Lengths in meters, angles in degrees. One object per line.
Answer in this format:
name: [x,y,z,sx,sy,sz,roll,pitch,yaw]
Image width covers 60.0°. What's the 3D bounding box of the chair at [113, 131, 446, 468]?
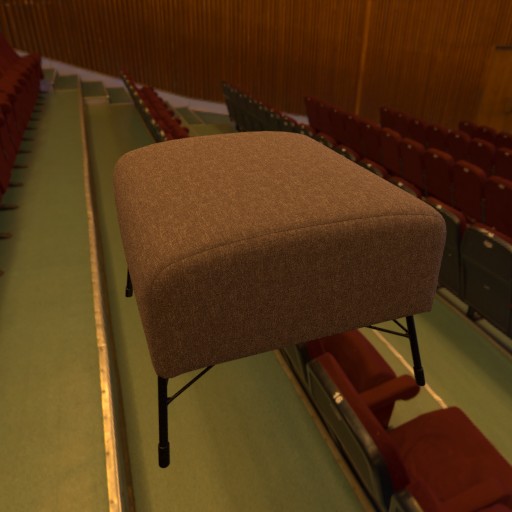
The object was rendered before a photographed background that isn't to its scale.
chair: [0.000,0.000,0.913,0.530,0.410,0.530,-10,32,-17]
